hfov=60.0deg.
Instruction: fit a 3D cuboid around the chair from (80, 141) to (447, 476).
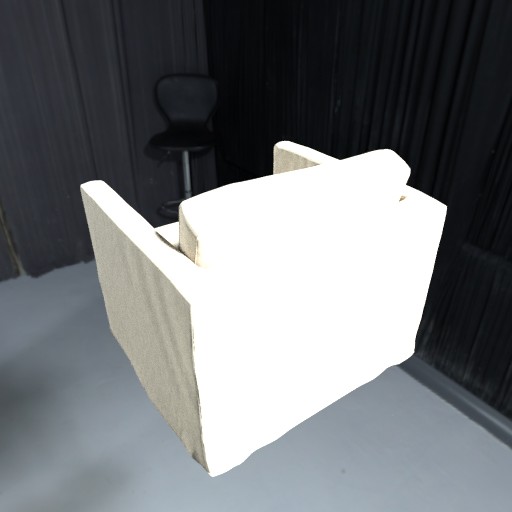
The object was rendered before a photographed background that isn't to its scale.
[{"bbox_3d":[0.000,0.000,1.764,1.057,0.867,0.949,-20,36,-30],"label":"chair"}]
